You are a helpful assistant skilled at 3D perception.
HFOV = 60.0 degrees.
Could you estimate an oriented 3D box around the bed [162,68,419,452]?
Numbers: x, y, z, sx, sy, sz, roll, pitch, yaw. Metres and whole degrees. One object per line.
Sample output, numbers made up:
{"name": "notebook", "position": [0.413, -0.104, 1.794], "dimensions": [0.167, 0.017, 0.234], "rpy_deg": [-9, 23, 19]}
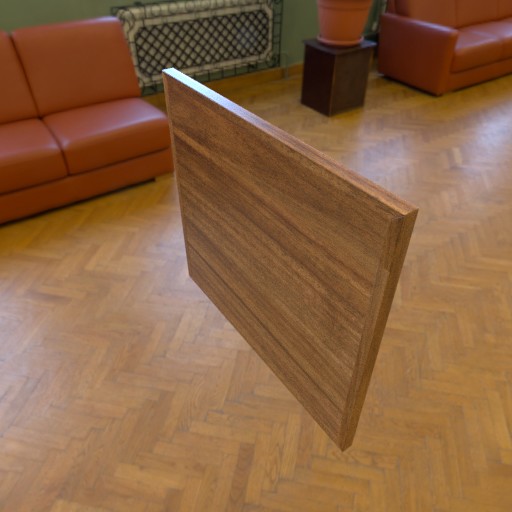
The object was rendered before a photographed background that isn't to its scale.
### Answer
{"name": "bed", "position": [0.000, 0.000, 1.478], "dimensions": [0.043, 0.940, 1.041], "rpy_deg": [-24, 46, -26]}
